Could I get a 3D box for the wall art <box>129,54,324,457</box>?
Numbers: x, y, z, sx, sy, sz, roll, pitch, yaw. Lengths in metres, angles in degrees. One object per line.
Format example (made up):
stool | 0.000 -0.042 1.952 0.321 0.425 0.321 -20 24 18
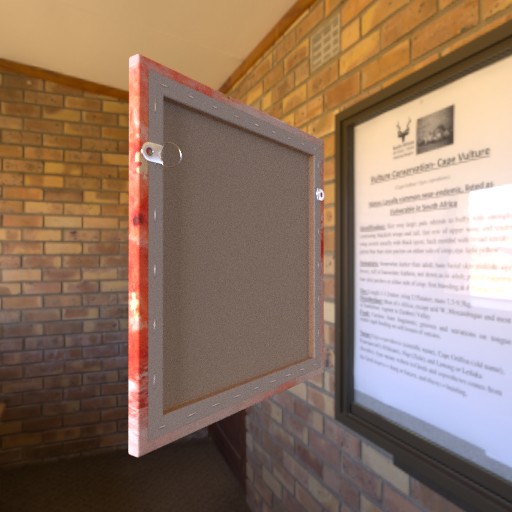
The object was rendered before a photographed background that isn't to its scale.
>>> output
wall art | 0.000 0.000 1.317 0.066 0.878 0.878 0 0 36
